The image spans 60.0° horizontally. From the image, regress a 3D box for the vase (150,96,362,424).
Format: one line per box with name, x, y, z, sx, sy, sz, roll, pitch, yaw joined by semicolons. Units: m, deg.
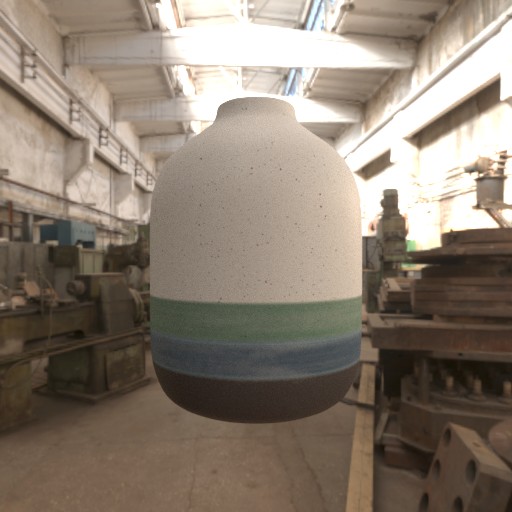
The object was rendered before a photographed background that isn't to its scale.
vase;0.000;0.000;0.363;0.169;0.240;0.169;0;0;0
